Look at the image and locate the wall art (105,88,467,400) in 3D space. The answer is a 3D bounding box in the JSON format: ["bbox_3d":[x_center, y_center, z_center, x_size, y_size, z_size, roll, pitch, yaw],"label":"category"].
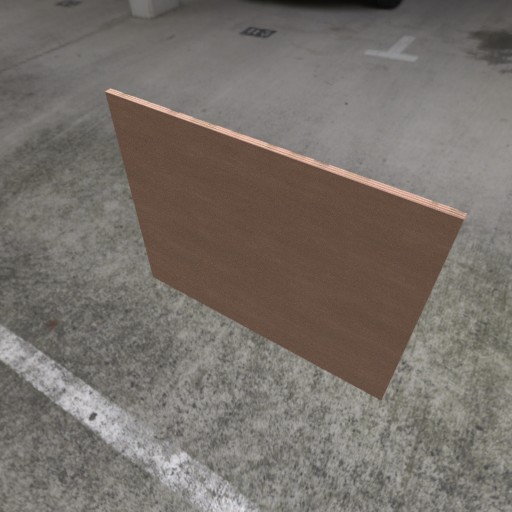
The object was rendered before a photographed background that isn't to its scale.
[{"bbox_3d":[0.000,0.000,0.694,0.508,0.408,0.012,25,52,22],"label":"wall art"}]
